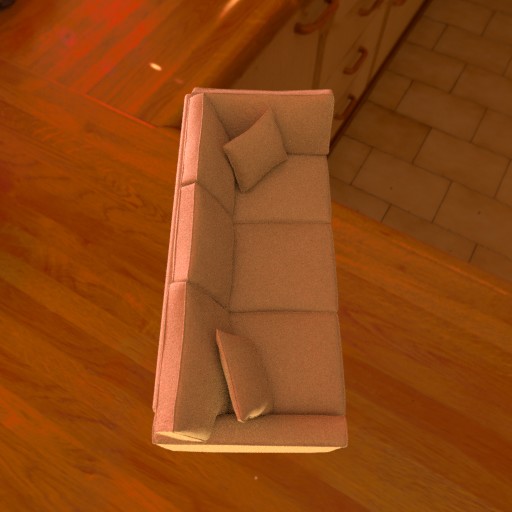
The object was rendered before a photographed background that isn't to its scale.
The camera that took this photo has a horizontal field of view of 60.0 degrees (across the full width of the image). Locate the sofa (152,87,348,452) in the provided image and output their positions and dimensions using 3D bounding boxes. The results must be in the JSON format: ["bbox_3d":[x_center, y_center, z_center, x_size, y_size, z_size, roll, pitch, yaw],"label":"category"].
[{"bbox_3d":[0.000,0.000,2.900,1.061,0.962,2.317,0,63,0],"label":"sofa"}]
